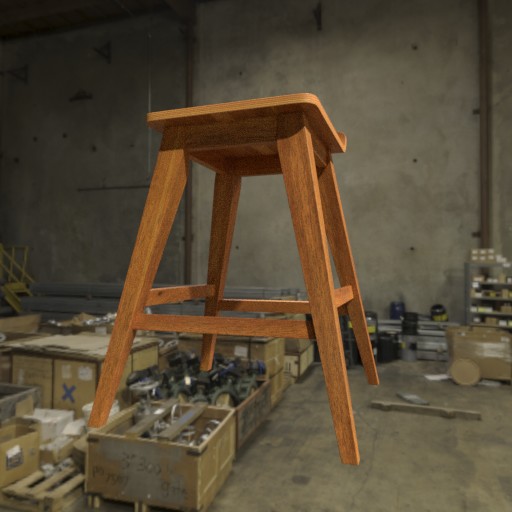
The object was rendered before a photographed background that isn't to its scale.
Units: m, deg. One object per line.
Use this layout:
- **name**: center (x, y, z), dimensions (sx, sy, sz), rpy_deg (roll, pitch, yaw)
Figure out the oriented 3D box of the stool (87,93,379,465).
- **stool**: center (0.000, 0.000, 0.997), dimensions (0.500, 0.650, 0.500), rpy_deg (0, -1, 19)
